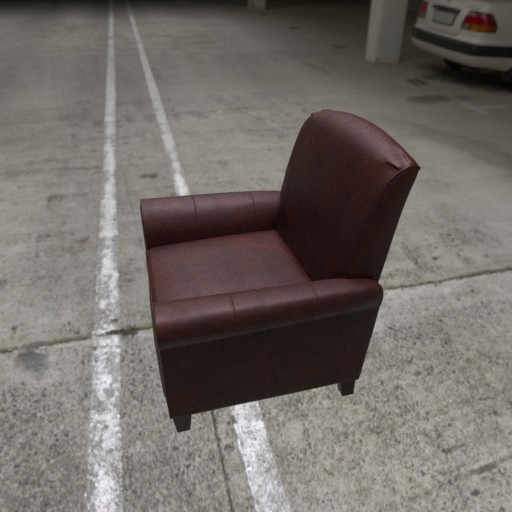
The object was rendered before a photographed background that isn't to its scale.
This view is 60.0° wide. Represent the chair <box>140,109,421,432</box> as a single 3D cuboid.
[{"bbox_3d":[0.000,0.000,1.829,0.902,1.061,0.978,-8,32,-13],"label":"chair"}]
